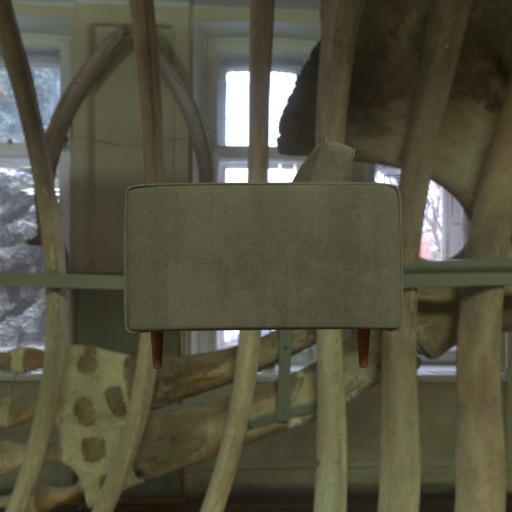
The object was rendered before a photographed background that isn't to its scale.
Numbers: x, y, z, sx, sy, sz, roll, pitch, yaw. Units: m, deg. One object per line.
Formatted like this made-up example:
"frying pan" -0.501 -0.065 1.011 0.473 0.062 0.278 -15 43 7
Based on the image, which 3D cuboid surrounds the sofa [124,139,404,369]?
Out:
"sofa" 0.000 0.000 2.373 0.924 0.825 1.920 0 -1 -1
